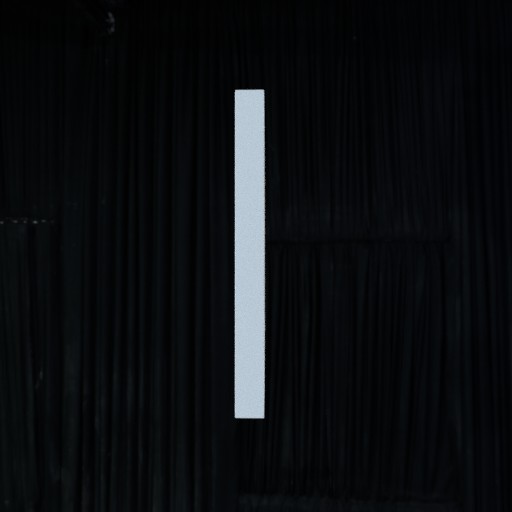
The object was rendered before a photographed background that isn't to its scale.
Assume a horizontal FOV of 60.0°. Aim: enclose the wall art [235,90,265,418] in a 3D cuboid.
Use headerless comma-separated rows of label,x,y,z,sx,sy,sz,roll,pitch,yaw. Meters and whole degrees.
wall art,0.000,0.000,0.987,0.038,0.431,0.812,0,0,1
